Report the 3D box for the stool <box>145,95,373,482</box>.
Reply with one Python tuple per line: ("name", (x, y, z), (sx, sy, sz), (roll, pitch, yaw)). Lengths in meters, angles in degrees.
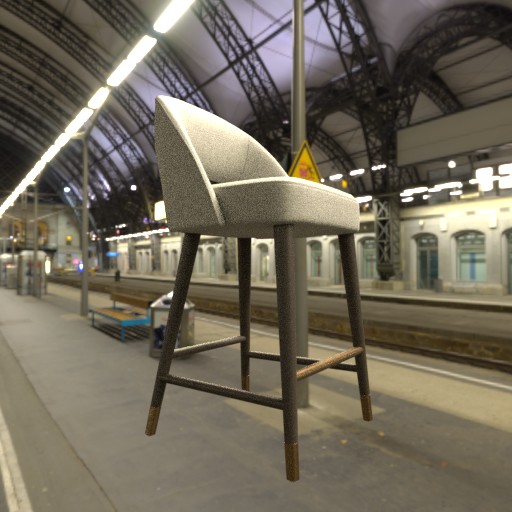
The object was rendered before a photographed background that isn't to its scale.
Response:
("stool", (0.000, 0.000, 1.238), (0.509, 0.940, 0.494), (-1, -1, 35))
